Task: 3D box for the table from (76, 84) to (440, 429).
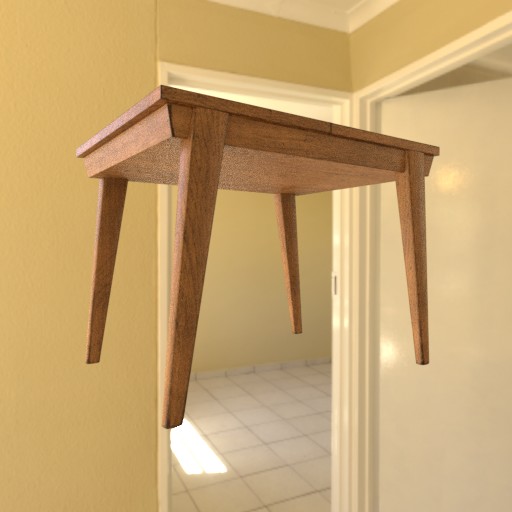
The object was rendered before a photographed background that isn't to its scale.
[{"bbox_3d":[0.000,0.000,1.563,1.027,0.760,0.757,-1,1,-35],"label":"table"}]
